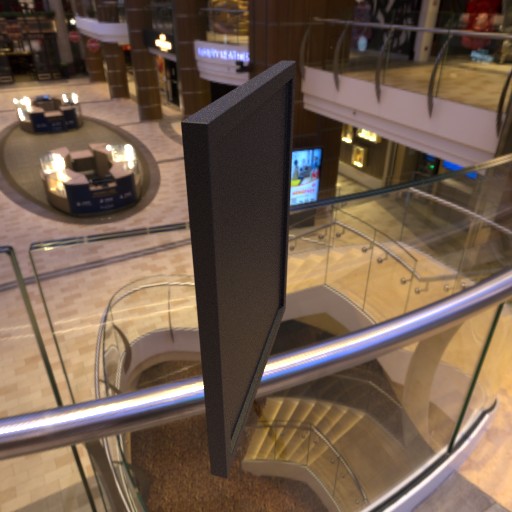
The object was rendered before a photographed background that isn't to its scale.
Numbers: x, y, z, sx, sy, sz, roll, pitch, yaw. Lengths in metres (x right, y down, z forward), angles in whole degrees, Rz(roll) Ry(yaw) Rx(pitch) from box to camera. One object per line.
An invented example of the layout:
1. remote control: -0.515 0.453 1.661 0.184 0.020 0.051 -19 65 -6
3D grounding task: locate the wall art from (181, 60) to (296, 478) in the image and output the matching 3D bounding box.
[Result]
1. wall art: 0.000 0.000 0.754 0.028 0.559 0.457 8 32 13
